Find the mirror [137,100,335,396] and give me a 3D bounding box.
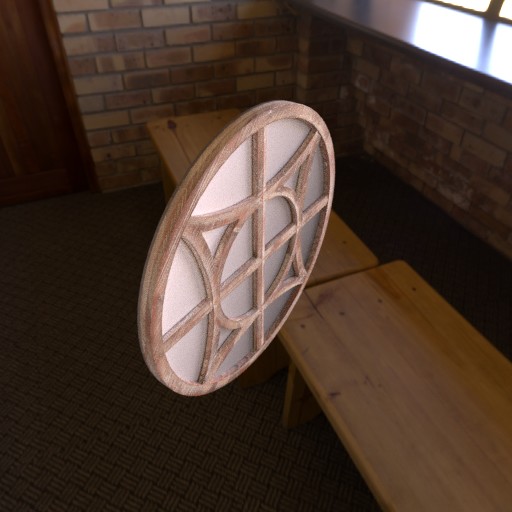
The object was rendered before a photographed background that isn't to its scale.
[{"bbox_3d":[0.000,0.000,1.059,0.038,0.710,0.710,24,45,27],"label":"mirror"}]
